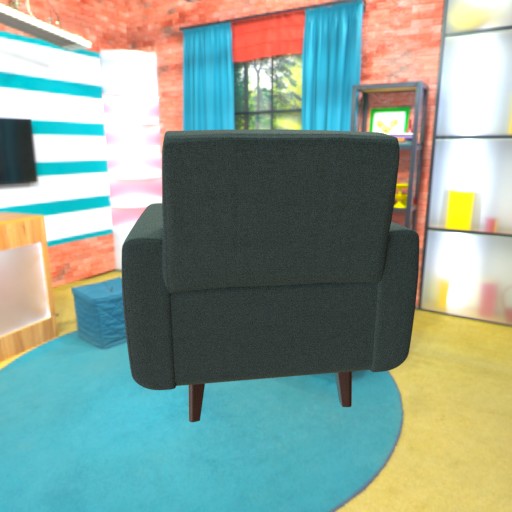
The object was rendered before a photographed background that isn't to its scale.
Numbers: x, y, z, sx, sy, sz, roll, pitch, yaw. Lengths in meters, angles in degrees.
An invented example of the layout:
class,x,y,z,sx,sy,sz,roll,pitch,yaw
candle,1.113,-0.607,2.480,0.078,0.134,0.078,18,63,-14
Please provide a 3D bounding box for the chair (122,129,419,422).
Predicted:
class,x,y,z,sx,sy,sz,roll,pitch,yaw
chair,0.000,0.000,1.573,0.831,0.841,0.909,-2,14,-9
